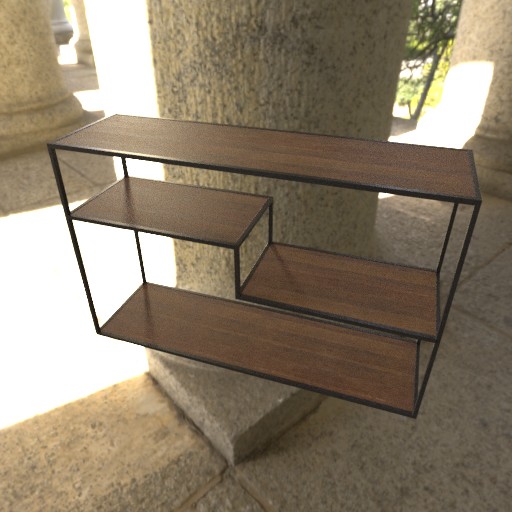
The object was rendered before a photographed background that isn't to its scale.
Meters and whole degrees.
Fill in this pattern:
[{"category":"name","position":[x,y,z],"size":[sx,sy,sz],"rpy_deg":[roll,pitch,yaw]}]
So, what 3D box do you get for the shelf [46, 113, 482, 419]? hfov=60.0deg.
[{"category":"shelf","position":[0.000,0.000,1.506],"size":[1.201,0.765,0.361],"rpy_deg":[11,34,16]}]
